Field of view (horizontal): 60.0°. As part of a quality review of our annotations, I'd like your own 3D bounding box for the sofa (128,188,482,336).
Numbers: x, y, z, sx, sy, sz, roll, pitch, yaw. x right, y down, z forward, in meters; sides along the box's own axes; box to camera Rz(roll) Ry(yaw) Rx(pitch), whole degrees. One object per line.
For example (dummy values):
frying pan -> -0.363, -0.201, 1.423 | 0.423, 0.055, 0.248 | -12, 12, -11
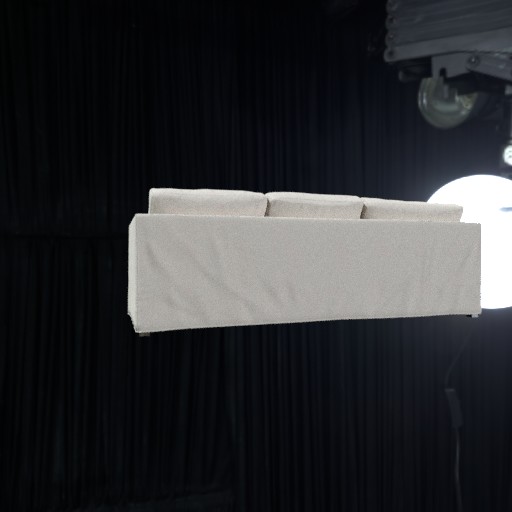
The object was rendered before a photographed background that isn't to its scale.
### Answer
sofa -> 0.000, 0.000, 4.314 | 2.432, 0.871, 3.182 | 0, 1, -18
